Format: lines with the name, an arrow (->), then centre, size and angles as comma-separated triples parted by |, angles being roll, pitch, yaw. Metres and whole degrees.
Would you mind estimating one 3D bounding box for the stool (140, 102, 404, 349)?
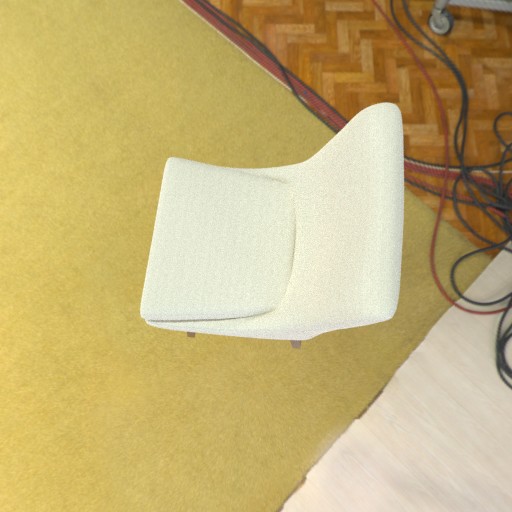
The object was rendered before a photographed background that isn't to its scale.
stool -> 0.000, 0.000, 1.296 | 0.559, 0.991, 0.483 | 6, 75, 2
